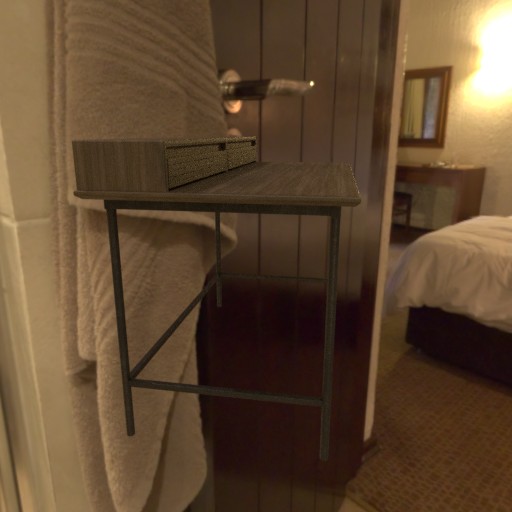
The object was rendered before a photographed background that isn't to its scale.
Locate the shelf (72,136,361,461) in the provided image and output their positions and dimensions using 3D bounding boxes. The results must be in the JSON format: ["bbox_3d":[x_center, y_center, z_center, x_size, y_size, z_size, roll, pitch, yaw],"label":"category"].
[{"bbox_3d":[0.000,0.000,1.679,0.685,0.865,1.212,3,16,10],"label":"shelf"}]
